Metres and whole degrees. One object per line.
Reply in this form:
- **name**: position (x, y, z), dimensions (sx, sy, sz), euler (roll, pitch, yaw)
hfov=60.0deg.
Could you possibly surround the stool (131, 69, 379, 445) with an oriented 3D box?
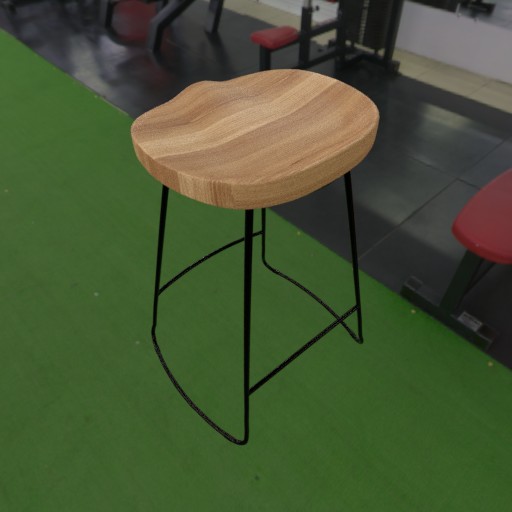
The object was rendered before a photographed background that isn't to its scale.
- **stool**: position (0.000, 0.000, 0.962), dimensions (0.480, 0.679, 0.401), euler (-32, 53, -27)
